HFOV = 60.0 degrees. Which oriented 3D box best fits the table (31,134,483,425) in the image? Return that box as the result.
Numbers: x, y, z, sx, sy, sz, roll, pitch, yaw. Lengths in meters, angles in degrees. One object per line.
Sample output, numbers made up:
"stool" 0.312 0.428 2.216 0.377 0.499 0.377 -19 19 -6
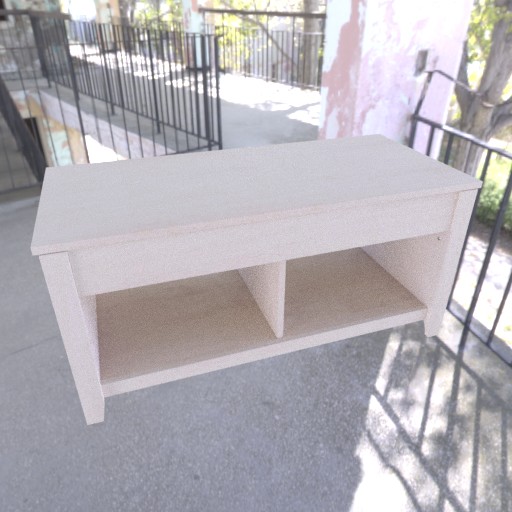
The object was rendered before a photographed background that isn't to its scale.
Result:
"table" 0.000 0.000 1.249 1.016 0.483 0.457 -10 32 -16
